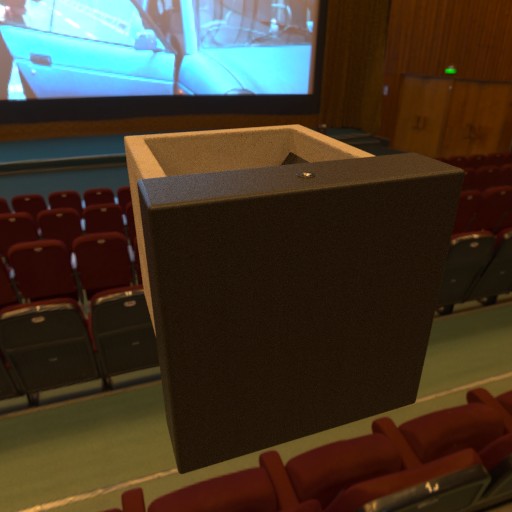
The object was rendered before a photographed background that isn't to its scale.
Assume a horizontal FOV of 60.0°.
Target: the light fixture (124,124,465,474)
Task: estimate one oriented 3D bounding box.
[{"bbox_3d":[0.000,0.000,0.238,0.121,0.121,0.143,-9,28,-18],"label":"light fixture"}]
